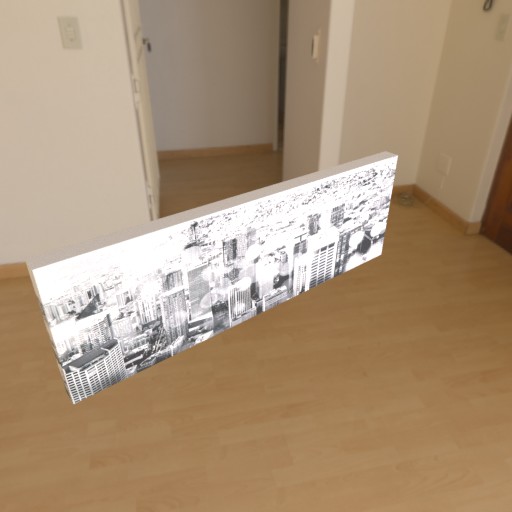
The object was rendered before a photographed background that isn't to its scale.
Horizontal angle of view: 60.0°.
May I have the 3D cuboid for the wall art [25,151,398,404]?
[{"bbox_3d":[0.000,0.000,0.853,0.763,0.255,0.038,-22,37,-32],"label":"wall art"}]
